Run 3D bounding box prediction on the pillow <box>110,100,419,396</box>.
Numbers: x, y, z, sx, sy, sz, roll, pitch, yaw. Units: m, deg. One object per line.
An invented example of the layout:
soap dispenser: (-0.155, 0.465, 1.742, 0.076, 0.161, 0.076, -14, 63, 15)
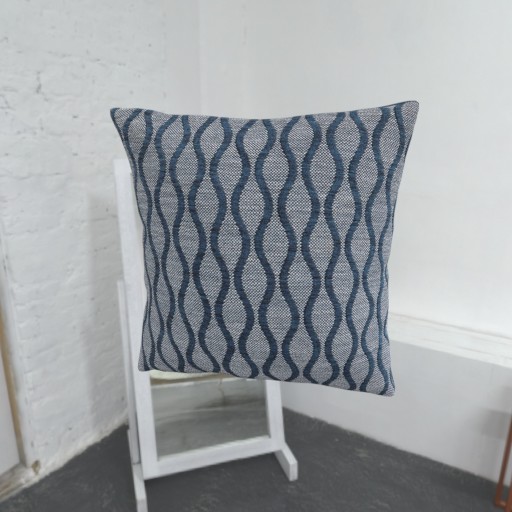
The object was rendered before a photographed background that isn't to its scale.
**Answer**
pillow: (0.000, 0.000, 0.662, 0.435, 0.435, 0.159, 3, 16, 9)
